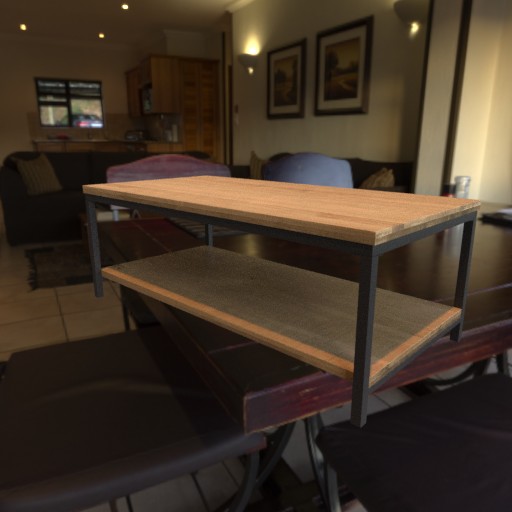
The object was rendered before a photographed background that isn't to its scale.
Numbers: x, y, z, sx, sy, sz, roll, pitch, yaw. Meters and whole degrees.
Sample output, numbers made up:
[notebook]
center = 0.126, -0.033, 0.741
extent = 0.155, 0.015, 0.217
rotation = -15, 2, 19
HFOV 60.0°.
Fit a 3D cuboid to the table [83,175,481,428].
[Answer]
[table]
center = 0.000, 0.000, 1.382
extent = 1.100, 0.399, 0.551
rotation = 14, 20, 42
